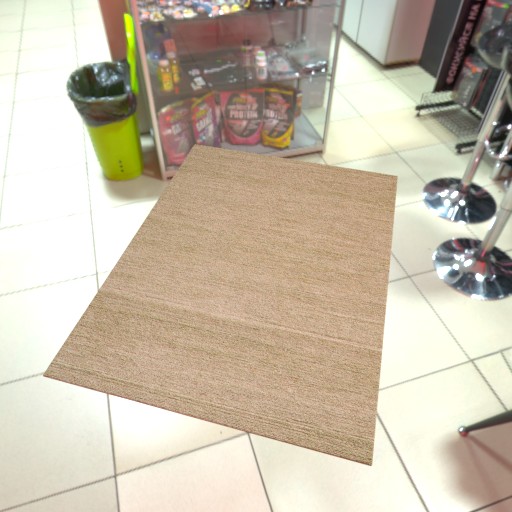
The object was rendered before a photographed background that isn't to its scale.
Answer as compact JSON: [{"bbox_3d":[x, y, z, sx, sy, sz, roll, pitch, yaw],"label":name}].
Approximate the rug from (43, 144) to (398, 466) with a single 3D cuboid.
[{"bbox_3d":[0.000,0.000,4.137,2.425,0.016,3.198,11,48,10],"label":"rug"}]
